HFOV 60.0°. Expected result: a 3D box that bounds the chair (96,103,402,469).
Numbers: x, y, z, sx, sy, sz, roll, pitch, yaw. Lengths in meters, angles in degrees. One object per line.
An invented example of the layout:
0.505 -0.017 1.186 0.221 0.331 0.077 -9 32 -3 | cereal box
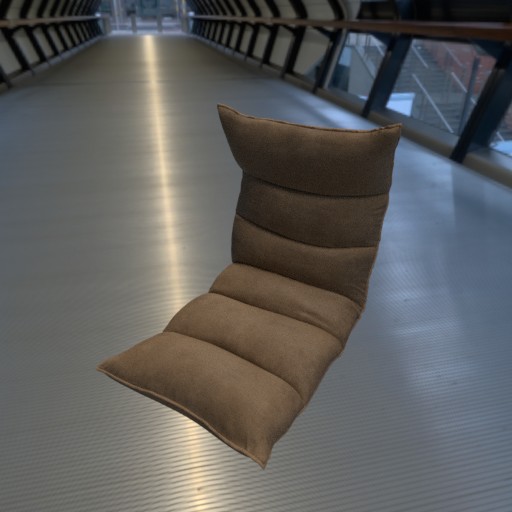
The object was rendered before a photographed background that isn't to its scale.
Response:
0.000 0.000 1.587 0.714 0.892 0.985 17 34 28 | chair
